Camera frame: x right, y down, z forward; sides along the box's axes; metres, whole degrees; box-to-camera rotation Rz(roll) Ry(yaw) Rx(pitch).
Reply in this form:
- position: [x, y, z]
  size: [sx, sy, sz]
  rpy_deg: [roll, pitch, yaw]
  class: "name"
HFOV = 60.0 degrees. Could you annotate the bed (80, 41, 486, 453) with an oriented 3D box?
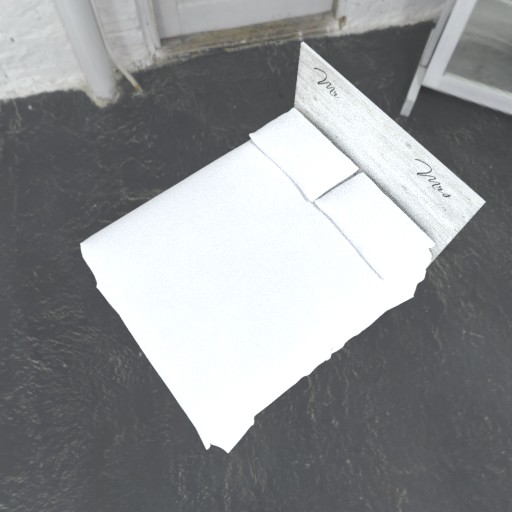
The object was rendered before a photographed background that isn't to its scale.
- position: [0.000, 0.000, 3.089]
  size: [2.094, 1.335, 1.745]
  rpy_deg: [-35, 70, -15]
  class: "bed"
